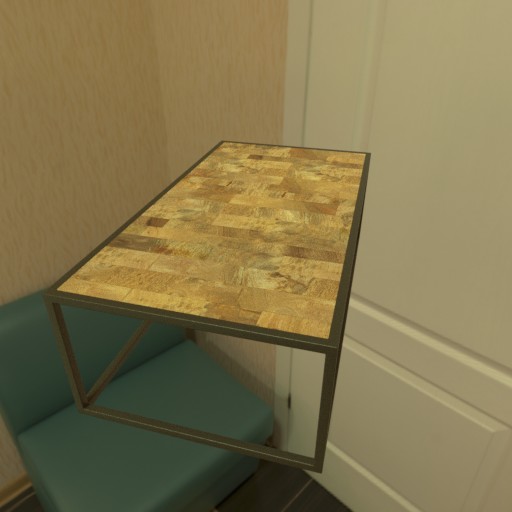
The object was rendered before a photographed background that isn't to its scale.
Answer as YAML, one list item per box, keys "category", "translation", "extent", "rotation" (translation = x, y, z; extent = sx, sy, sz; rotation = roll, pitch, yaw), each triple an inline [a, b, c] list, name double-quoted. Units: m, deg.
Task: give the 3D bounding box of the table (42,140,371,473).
- category: "table"
  translation: [0.000, 0.000, 1.500]
  extent: [0.649, 0.398, 1.199]
  rotation: [8, 32, 13]
